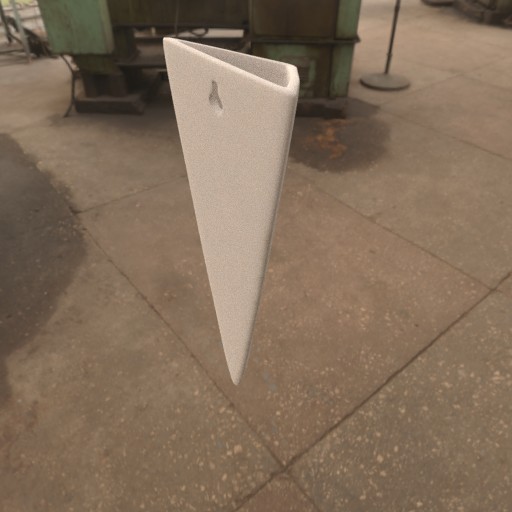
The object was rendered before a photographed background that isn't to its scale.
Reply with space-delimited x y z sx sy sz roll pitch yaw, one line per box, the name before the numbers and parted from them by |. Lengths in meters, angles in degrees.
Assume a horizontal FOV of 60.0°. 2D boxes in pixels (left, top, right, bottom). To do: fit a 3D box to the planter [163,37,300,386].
planter | 0.000 0.000 0.391 0.065 0.338 0.143 -25 46 -27
